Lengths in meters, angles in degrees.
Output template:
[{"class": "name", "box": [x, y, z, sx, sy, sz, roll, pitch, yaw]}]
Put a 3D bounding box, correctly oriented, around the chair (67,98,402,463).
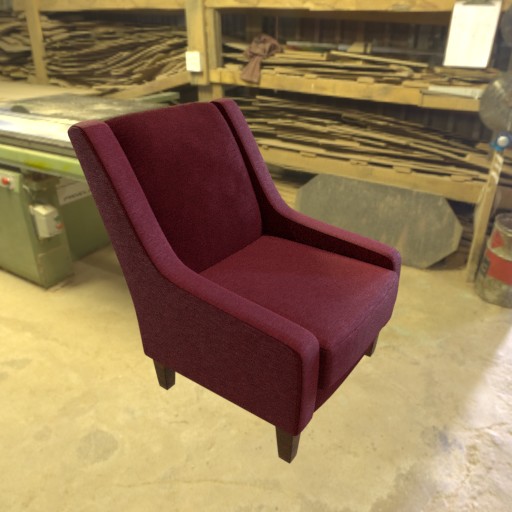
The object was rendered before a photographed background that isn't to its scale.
[{"class": "chair", "box": [0.000, 0.000, 1.692, 0.985, 1.017, 0.793, 18, 32, 32]}]
